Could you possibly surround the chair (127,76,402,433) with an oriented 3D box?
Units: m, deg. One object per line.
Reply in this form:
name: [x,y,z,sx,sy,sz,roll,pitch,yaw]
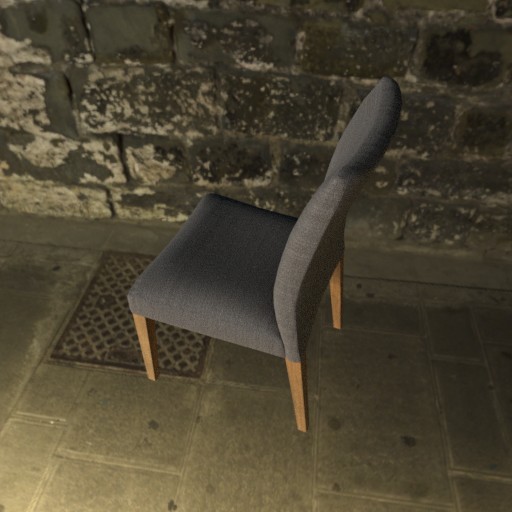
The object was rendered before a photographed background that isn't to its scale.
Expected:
chair: [0.000,0.000,1.253,0.585,0.940,0.496,16,47,15]
